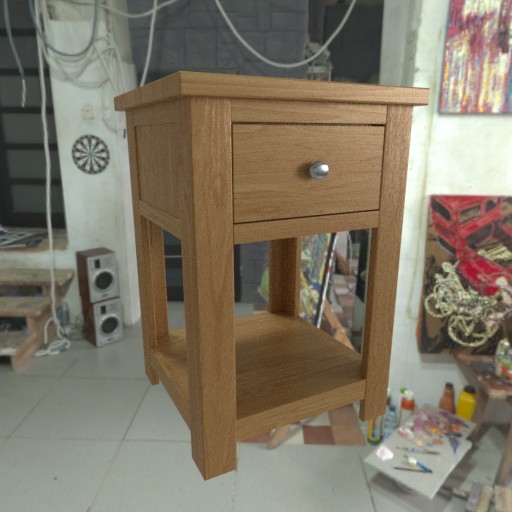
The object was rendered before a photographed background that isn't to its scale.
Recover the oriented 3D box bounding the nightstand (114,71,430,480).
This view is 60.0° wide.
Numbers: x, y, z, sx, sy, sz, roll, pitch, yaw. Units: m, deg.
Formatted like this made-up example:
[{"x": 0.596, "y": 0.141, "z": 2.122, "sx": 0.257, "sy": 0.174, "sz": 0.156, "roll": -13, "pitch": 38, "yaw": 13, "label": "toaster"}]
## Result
[{"x": 0.000, "y": 0.000, "z": 0.886, "sx": 0.428, "sy": 0.614, "sz": 0.418, "roll": -8, "pitch": 17, "yaw": -27, "label": "nightstand"}]
